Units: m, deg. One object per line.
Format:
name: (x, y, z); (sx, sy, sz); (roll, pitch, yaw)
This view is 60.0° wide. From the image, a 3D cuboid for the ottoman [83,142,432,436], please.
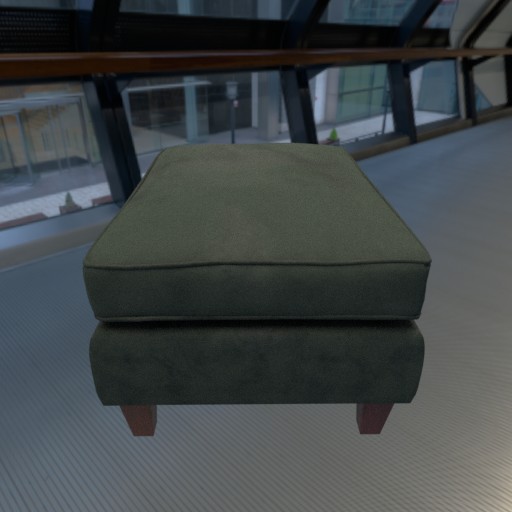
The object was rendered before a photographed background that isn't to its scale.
ottoman: (0.000, 0.000, 1.202); (0.632, 0.495, 0.864); (0, 27, -1)
